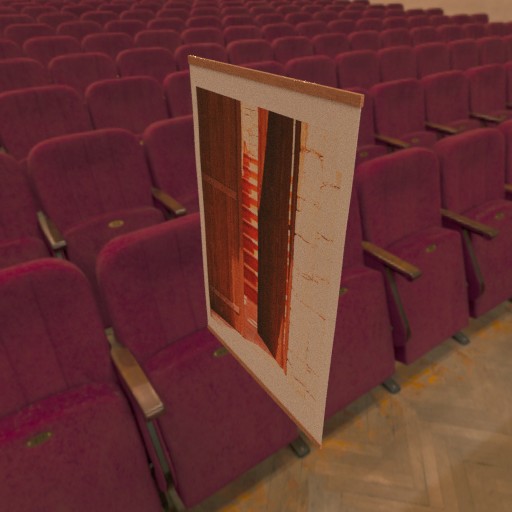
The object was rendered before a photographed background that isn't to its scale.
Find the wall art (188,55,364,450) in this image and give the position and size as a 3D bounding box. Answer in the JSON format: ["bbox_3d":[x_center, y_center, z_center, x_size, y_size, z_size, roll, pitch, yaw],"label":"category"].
[{"bbox_3d":[0.000,0.000,1.954,0.019,1.527,1.019,-20,36,-29],"label":"wall art"}]
